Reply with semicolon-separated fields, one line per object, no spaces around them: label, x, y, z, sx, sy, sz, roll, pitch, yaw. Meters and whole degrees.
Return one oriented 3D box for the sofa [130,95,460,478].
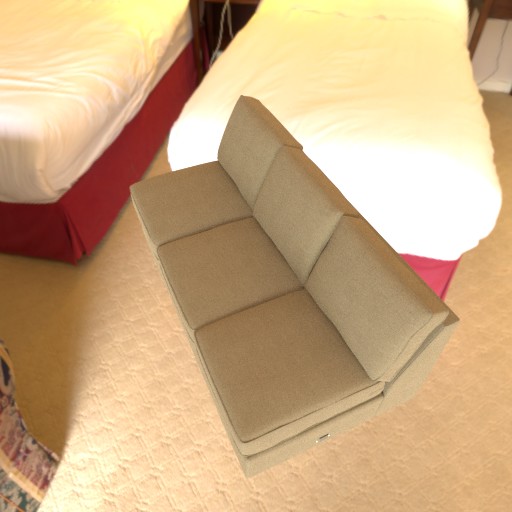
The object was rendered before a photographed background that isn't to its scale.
sofa;0.000;0.000;2.752;1.127;1.036;2.092;-19;49;-17
